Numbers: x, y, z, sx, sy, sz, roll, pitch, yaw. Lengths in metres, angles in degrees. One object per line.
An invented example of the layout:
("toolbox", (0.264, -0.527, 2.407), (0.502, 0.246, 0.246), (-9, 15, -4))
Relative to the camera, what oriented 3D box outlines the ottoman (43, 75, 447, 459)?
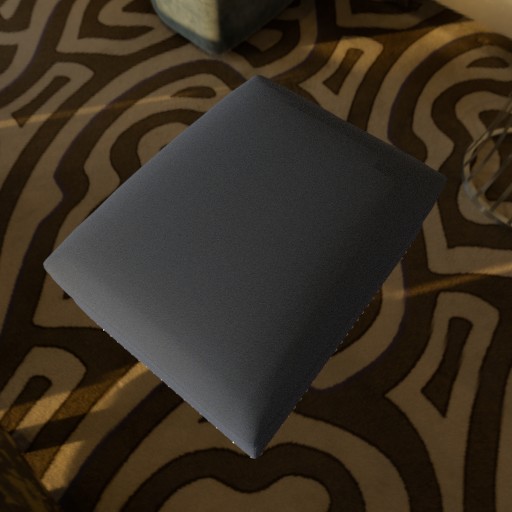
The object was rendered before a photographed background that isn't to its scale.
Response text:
("ottoman", (0.000, 0.000, 1.125), (0.584, 0.513, 0.741), (35, 68, 17))
